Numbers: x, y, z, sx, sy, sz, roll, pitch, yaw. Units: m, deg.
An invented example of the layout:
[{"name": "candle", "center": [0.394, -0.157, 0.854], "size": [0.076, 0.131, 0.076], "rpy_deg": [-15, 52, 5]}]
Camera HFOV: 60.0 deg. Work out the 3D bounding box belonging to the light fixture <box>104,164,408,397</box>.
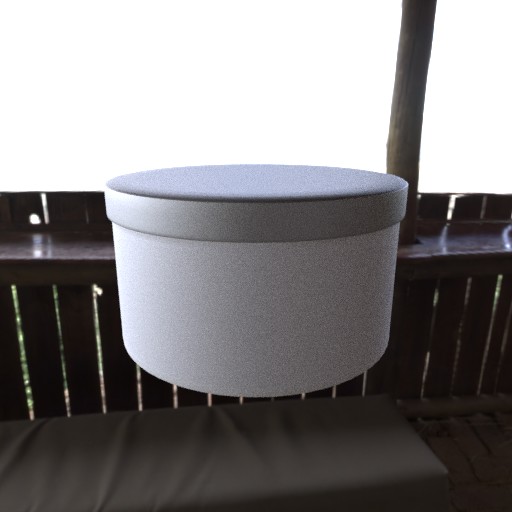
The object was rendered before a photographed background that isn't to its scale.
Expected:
[{"name": "light fixture", "center": [0.000, 0.000, 0.635], "size": [0.393, 0.229, 0.393], "rpy_deg": [0, 17, 0]}]
